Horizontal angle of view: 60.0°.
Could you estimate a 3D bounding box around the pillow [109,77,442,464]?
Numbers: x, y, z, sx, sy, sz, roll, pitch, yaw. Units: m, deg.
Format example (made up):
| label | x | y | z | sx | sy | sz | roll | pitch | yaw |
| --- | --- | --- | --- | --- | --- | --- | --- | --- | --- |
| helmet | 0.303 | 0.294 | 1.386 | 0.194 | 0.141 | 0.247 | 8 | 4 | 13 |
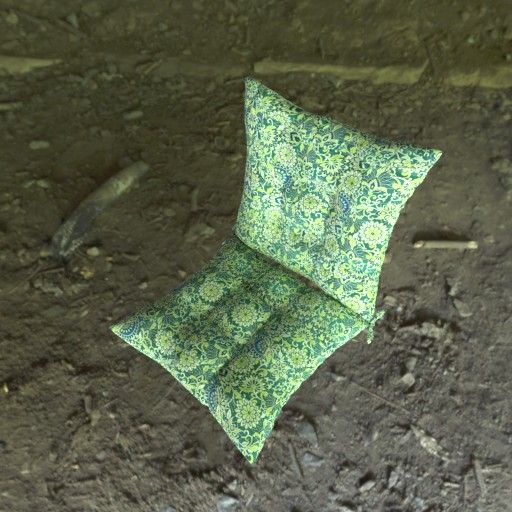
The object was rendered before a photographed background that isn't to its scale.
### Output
| label | x | y | z | sx | sy | sz | roll | pitch | yaw |
| --- | --- | --- | --- | --- | --- | --- | --- | --- | --- |
| pillow | 0.000 | 0.000 | 1.018 | 0.541 | 0.536 | 0.585 | 33 | 54 | 28 |
